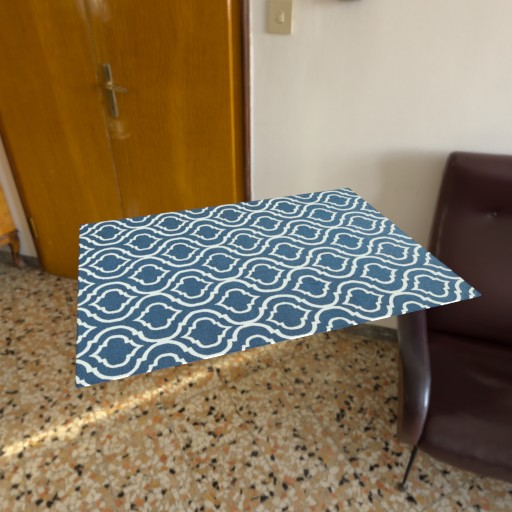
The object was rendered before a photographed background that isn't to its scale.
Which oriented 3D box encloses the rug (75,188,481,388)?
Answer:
[{"bbox_3d":[0.000,0.000,4.408,3.353,0.010,2.438,-10,34,-15],"label":"rug"}]
